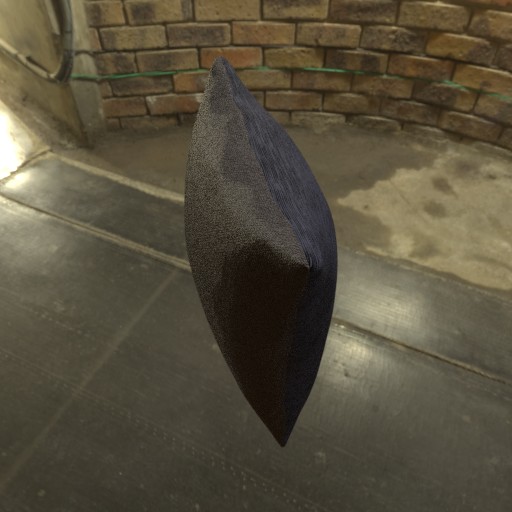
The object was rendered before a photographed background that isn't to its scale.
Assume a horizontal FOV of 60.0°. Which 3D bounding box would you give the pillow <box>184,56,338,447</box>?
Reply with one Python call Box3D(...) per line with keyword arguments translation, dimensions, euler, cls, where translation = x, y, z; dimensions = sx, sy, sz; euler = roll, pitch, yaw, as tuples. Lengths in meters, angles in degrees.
Box3D(translation=(0.000, 0.000, 0.682), dimensions=(0.204, 0.439, 0.452), euler=(-10, 48, -9), cls="pillow")
